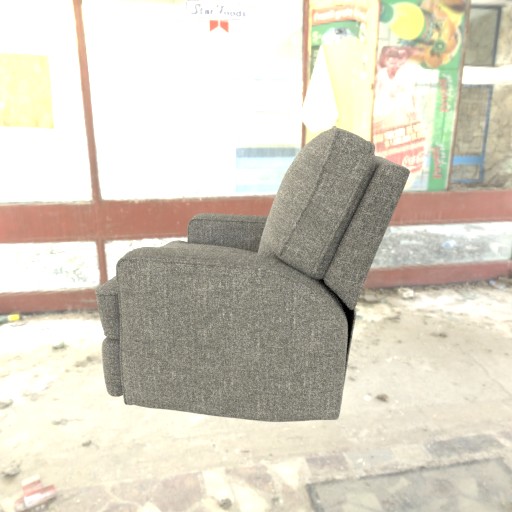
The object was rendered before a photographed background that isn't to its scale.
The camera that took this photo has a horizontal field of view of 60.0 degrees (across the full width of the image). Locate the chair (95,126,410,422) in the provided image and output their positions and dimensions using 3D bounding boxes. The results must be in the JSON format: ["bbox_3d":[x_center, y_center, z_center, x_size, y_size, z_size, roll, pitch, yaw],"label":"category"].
[{"bbox_3d":[0.000,0.000,1.698,0.964,0.962,0.861,3,15,10],"label":"chair"}]
